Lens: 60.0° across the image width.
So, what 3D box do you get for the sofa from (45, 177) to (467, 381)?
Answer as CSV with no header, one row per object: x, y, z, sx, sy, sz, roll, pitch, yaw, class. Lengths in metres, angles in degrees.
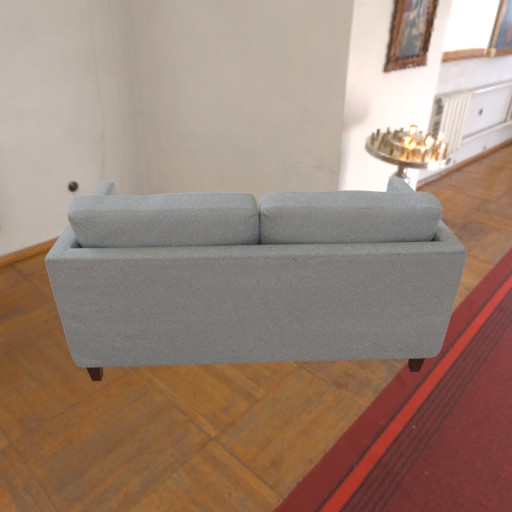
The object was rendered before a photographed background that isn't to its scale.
0.000,0.000,2.462,1.884,0.963,0.950,-1,31,-2,sofa
